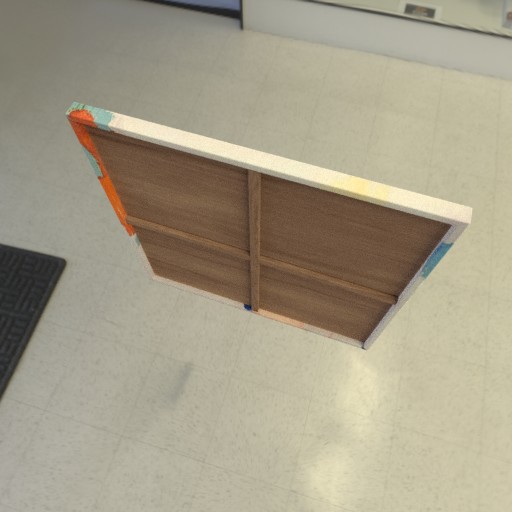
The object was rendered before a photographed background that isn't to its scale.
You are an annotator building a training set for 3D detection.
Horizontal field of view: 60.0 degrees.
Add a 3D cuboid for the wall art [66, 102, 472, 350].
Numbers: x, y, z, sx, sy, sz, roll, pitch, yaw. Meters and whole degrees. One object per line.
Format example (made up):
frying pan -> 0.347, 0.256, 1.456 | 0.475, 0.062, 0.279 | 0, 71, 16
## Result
wall art -> 0.000, 0.000, 1.212 | 0.814, 0.814, 0.037 | 17, 64, 9
